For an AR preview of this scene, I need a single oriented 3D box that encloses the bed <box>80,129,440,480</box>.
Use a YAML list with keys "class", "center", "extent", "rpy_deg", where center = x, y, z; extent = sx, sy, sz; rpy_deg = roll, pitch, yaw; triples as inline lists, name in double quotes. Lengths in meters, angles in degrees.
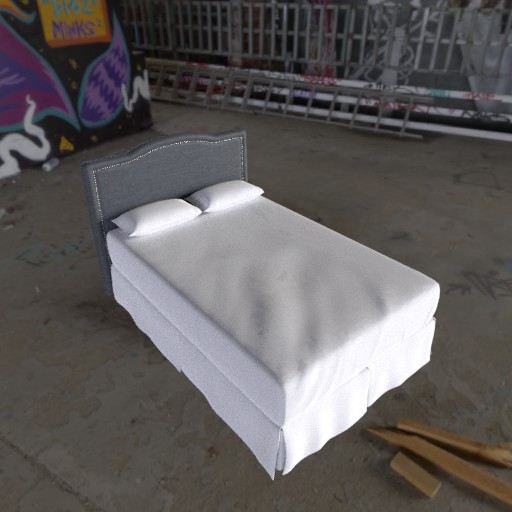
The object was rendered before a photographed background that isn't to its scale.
- class: "bed"
  center: [0.000, 0.000, 3.590]
  extent: [1.747, 1.441, 2.507]
  rpy_deg: [-23, 38, -33]
